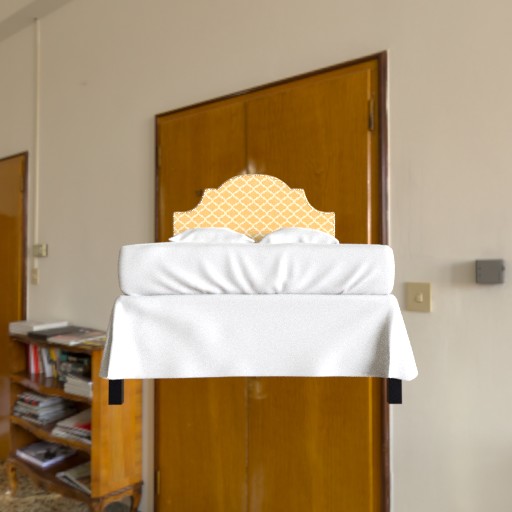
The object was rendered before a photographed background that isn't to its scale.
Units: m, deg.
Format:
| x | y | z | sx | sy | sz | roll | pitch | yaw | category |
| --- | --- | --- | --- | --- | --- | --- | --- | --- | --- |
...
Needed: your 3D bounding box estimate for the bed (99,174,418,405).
| x | y | z | sx | sy | sz | roll | pitch | yaw | category |
| --- | --- | --- | --- | --- | --- | --- | --- | --- | --- |
| 0.000 | 0.000 | 3.384 | 1.780 | 1.633 | 2.222 | 0 | -1 | -1 | bed |
